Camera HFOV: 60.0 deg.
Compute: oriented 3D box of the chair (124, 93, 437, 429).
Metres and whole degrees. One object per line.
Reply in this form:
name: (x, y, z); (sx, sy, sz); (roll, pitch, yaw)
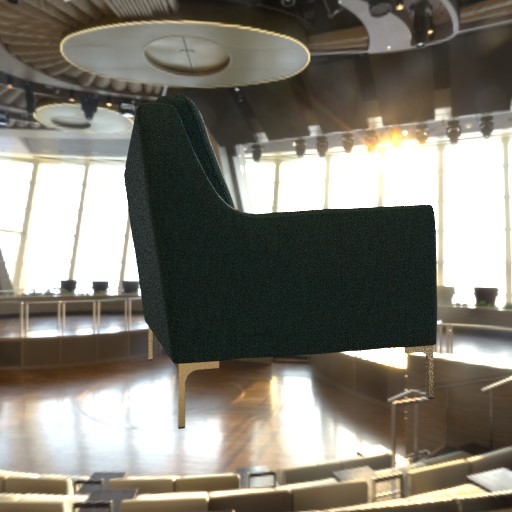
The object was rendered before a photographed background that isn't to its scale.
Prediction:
chair: (0.000, 0.000, 1.524); (0.849, 0.828, 0.847); (0, -1, -19)
